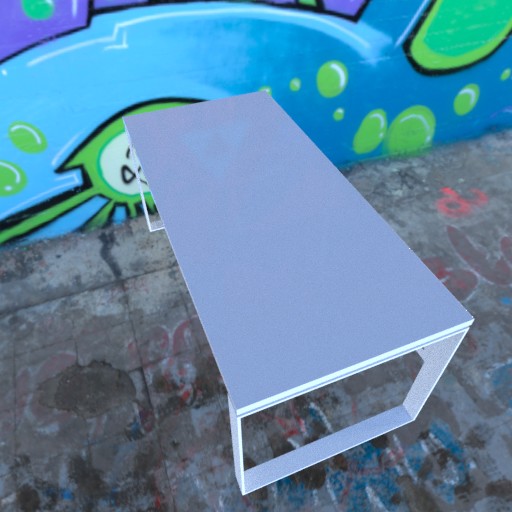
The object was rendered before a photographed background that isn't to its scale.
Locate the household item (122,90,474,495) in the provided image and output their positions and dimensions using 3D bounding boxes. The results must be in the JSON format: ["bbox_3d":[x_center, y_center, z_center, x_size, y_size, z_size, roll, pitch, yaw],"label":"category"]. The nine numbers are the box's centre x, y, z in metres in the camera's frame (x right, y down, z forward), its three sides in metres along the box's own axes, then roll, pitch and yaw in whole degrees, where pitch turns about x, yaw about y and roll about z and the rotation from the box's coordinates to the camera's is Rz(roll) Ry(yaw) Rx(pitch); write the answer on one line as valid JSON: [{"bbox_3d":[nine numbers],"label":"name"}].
[{"bbox_3d":[0.000,0.000,2.109,0.800,0.745,1.700,-16,48,-15],"label":"household item"}]
